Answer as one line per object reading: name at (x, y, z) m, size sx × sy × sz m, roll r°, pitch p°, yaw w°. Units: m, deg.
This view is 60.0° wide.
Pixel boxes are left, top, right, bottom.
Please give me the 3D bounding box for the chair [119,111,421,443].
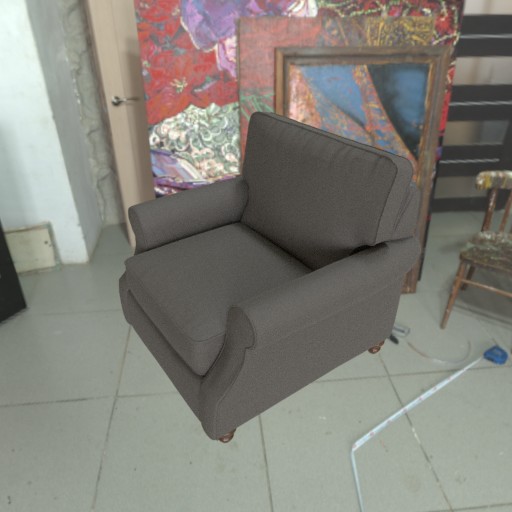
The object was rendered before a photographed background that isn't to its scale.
chair at (0.000, 0.000, 1.858) m, size 0.966 × 0.967 × 1.029 m, roll -20°, pitch 37°, yaw -29°
